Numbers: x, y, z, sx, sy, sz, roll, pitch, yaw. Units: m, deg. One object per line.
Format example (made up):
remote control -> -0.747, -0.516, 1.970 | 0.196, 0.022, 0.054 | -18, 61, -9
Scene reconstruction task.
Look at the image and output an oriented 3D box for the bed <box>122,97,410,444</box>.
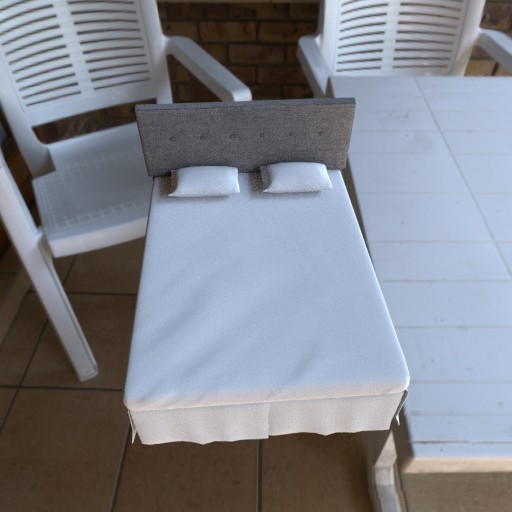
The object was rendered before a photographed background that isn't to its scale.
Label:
bed -> 0.000, 0.000, 2.919 | 1.621, 1.168, 1.958 | -3, 46, -3
